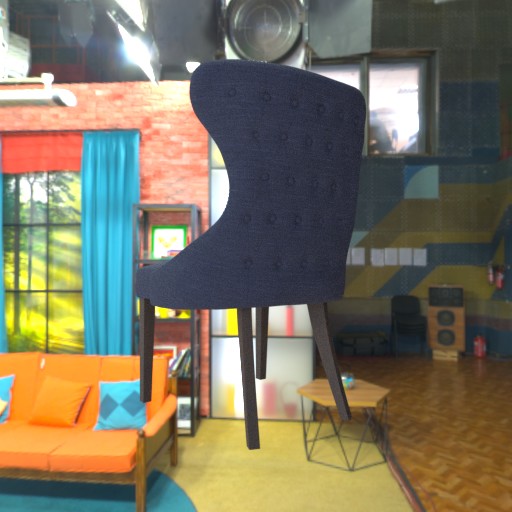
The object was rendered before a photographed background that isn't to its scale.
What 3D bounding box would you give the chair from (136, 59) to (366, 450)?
[{"bbox_3d":[0.000,0.000,1.398,0.628,0.967,0.635,1,-1,-36],"label":"chair"}]
